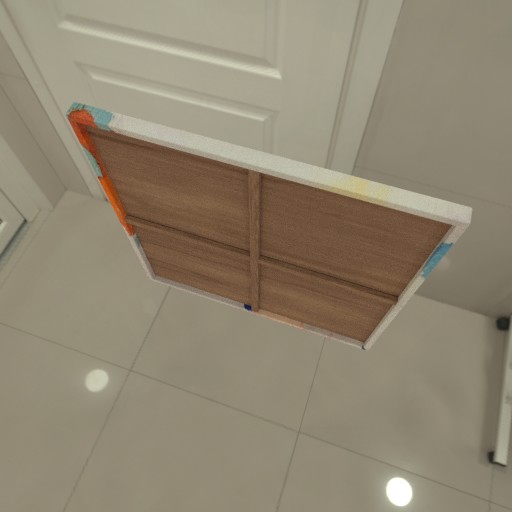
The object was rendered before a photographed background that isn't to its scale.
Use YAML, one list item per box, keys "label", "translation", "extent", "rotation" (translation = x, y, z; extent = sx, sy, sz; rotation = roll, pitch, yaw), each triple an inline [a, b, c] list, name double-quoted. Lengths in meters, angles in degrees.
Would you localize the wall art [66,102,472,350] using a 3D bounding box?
- label: "wall art"
  translation: [0.000, 0.000, 1.212]
  extent: [0.814, 0.814, 0.037]
  rotation: [17, 64, 9]
